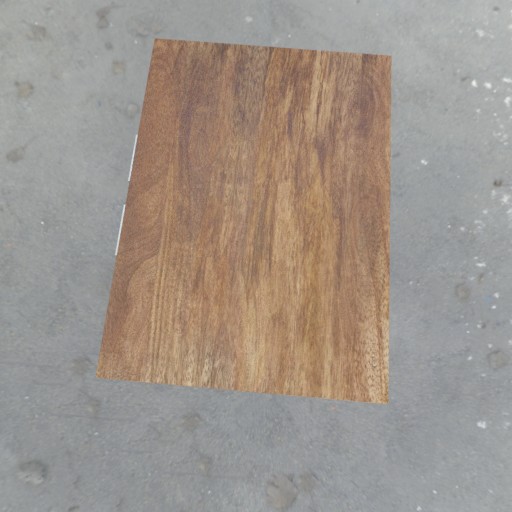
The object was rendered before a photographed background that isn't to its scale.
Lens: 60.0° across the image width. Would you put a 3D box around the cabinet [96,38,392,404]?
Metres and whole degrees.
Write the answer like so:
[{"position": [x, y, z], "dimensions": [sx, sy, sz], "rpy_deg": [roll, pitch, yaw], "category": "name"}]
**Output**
[{"position": [0.000, 0.000, 1.149], "dimensions": [0.473, 0.758, 0.647], "rpy_deg": [5, 75, 1], "category": "cabinet"}]
